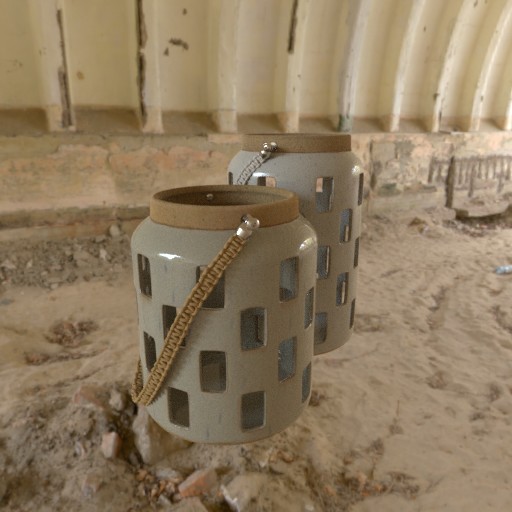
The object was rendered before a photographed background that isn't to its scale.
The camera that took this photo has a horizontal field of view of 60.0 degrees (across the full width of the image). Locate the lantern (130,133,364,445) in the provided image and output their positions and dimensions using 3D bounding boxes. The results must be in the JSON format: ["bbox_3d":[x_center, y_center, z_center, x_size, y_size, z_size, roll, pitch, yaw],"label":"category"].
[{"bbox_3d":[0.000,0.000,0.488,0.184,0.255,0.347,8,18,25],"label":"lantern"}]
